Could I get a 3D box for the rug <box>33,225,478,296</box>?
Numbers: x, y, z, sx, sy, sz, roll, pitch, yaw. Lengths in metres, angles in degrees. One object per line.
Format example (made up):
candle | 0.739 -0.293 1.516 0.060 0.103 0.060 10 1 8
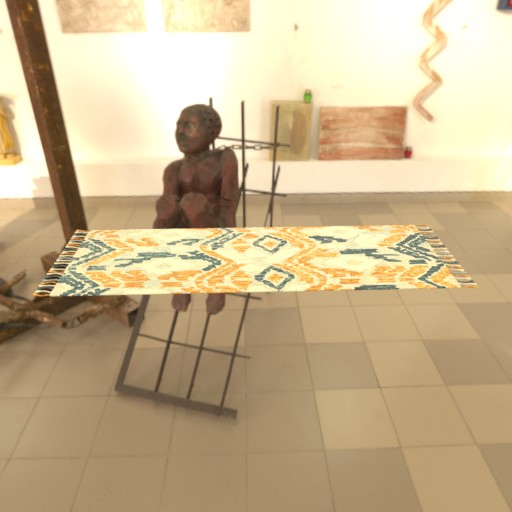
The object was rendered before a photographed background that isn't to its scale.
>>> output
rug | 0.000 0.000 2.738 2.437 0.010 0.783 -1 31 -2
